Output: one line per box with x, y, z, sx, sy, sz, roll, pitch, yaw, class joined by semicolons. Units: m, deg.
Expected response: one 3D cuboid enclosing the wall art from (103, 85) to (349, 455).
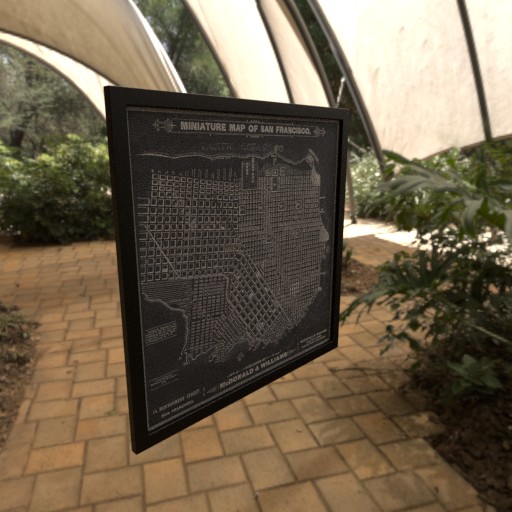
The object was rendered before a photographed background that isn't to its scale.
0.000;0.000;0.689;0.457;0.458;0.012;-14;19;-43;wall art
